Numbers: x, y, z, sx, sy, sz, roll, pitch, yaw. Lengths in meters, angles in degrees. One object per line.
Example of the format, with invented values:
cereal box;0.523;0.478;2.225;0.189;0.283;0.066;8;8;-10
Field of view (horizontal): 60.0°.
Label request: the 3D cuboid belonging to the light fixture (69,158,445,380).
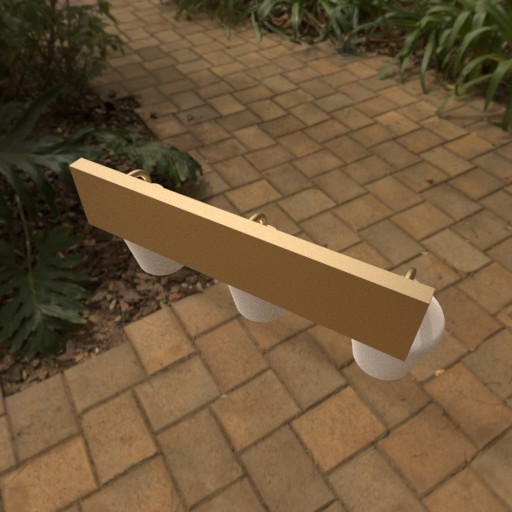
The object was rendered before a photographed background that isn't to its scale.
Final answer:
light fixture;0.000;0.000;0.722;0.609;0.280;0.190;22;49;21
